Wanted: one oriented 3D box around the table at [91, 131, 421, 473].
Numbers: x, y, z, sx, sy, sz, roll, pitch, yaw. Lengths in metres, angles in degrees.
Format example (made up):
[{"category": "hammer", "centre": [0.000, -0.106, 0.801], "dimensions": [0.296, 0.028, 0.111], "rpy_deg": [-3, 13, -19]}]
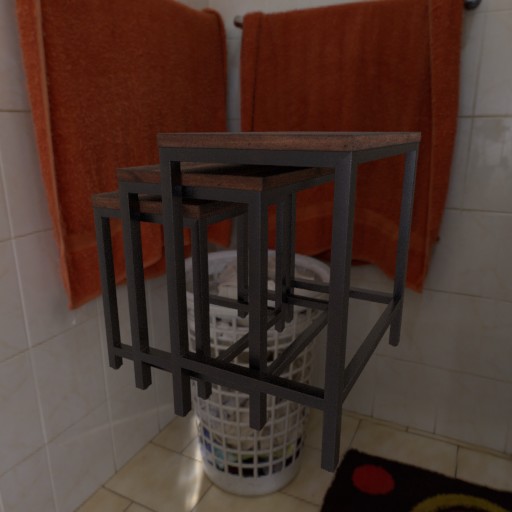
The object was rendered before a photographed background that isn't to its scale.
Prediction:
[{"category": "table", "centre": [0.000, 0.000, 1.146], "dimensions": [0.660, 0.616, 0.608], "rpy_deg": [9, 18, 27]}]
